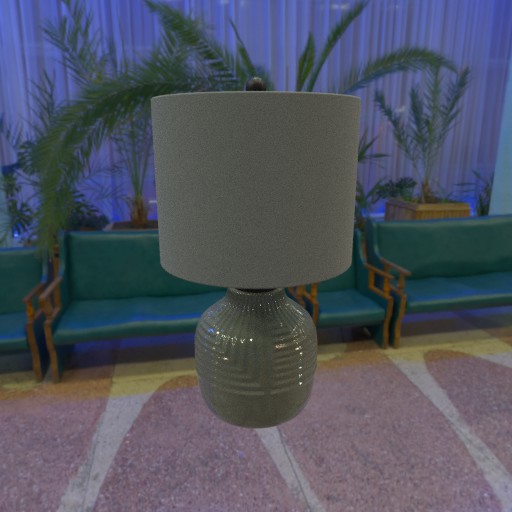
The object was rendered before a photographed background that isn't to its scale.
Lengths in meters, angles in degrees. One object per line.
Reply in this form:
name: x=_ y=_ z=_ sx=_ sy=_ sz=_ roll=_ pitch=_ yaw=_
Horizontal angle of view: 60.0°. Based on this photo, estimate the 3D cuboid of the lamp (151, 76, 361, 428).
lamp: x=0.000 y=0.000 z=0.752 sx=0.318 sy=0.567 sz=0.318 roll=0 pitch=16 yaw=0
